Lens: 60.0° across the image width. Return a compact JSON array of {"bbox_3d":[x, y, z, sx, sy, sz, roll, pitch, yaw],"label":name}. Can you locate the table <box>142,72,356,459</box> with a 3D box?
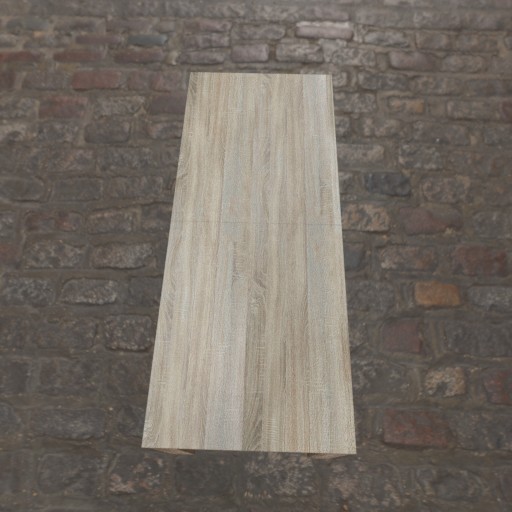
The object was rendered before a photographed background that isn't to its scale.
[{"bbox_3d":[0.000,0.000,2.692,0.900,0.790,2.200,1,64,1],"label":"table"}]
